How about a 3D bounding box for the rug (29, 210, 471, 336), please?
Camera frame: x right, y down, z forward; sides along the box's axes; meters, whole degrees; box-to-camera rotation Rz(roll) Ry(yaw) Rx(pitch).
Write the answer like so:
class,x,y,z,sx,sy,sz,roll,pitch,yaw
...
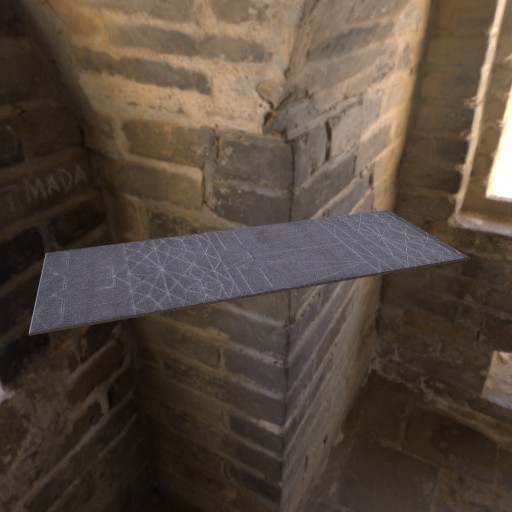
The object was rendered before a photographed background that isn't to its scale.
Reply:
class,x,y,z,sx,sy,sz,roll,pitch,yaw
rug,0.000,0.000,2.649,2.388,0.012,0.864,-8,27,-16
